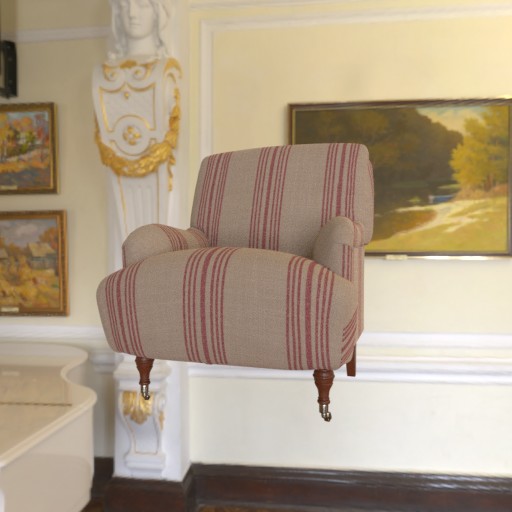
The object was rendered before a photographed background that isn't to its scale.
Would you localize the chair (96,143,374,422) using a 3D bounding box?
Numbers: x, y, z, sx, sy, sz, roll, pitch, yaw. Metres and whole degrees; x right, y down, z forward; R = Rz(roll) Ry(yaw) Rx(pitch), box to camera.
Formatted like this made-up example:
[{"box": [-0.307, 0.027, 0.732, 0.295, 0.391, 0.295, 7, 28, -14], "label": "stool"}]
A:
[{"box": [0.000, 0.000, 1.898, 0.933, 1.123, 1.058, 0, 0, 19], "label": "chair"}]
